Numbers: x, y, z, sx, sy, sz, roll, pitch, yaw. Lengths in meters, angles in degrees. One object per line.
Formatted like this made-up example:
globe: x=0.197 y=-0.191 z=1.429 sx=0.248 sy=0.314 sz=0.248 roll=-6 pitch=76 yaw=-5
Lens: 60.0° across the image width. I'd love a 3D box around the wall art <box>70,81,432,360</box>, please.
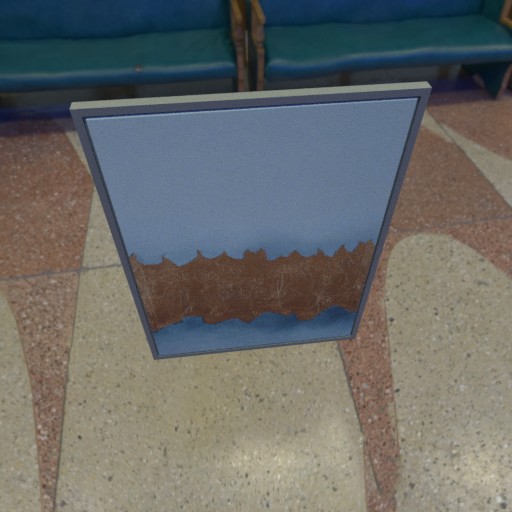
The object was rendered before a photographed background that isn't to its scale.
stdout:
wall art: x=0.000 y=0.000 z=1.353 sx=0.789 sy=1.042 sz=0.034 roll=-5 pitch=48 yaw=-5
